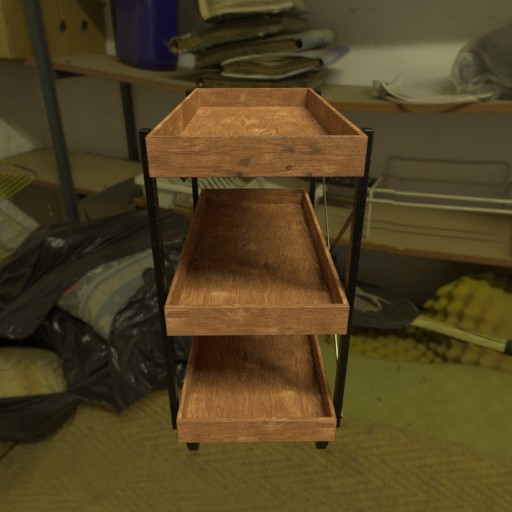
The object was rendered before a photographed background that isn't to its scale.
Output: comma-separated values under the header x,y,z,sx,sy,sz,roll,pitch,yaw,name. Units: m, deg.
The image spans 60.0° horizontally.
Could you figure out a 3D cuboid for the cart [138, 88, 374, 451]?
x,y,z,sx,sy,sz,roll,pitch,yaw,name
0.000,0.000,1.226,0.411,0.800,0.750,0,26,-1,cart
